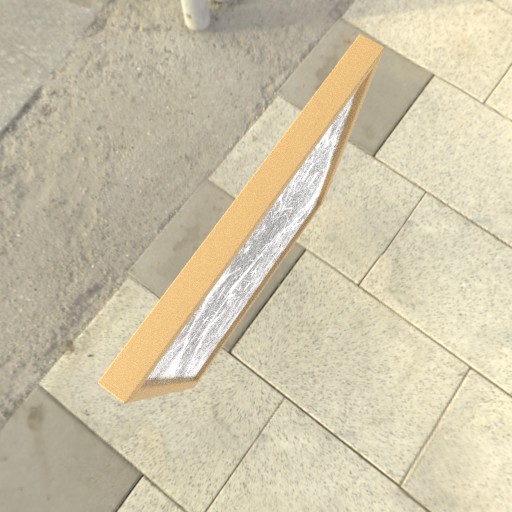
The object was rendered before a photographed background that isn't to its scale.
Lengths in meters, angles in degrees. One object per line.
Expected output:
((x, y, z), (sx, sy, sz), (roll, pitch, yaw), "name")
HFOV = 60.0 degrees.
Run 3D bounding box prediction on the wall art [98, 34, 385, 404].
((0.000, 0.000, 0.741), (0.036, 0.509, 0.509), (34, 78, 8), "wall art")
